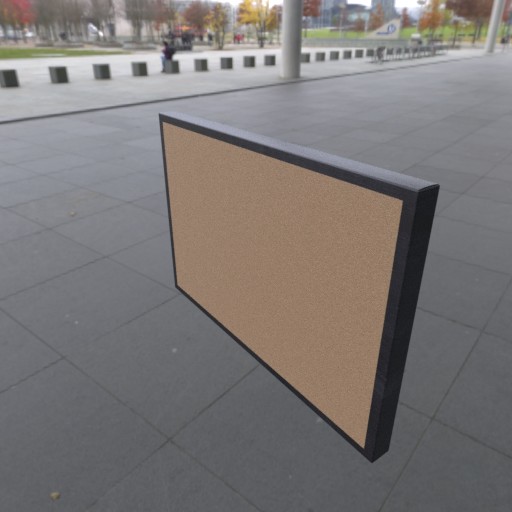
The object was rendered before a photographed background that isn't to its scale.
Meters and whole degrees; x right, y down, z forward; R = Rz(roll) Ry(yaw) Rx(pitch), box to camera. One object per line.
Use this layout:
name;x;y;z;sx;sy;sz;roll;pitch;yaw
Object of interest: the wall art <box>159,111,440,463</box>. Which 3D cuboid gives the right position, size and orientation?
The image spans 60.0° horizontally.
wall art;0.000;0.000;0.770;0.038;0.409;0.610;-18;32;-32
